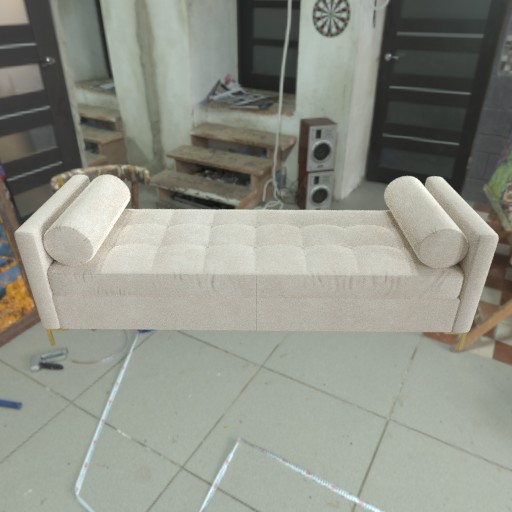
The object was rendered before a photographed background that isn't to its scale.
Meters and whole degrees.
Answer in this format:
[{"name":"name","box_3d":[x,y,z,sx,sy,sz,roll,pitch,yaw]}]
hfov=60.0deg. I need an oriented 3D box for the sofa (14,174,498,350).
[{"name":"sofa","box_3d":[0.000,0.000,2.239,1.981,0.635,0.686,0,31,1]}]
